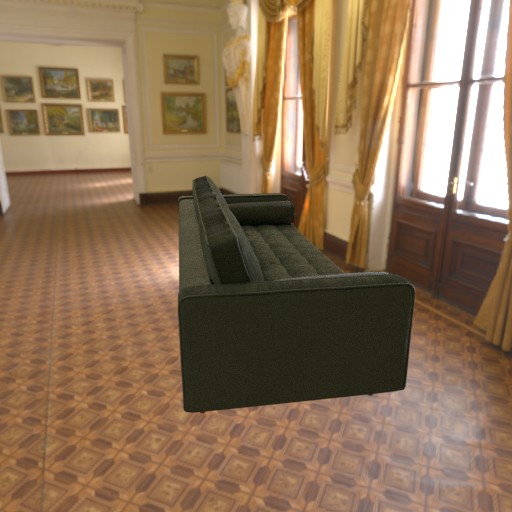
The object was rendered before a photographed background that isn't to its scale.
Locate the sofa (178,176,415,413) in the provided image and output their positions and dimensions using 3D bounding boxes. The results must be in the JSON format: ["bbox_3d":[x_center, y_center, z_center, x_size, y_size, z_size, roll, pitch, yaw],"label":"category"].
[{"bbox_3d":[0.000,0.000,2.687,0.918,0.769,2.199,-3,17,-9],"label":"sofa"}]
